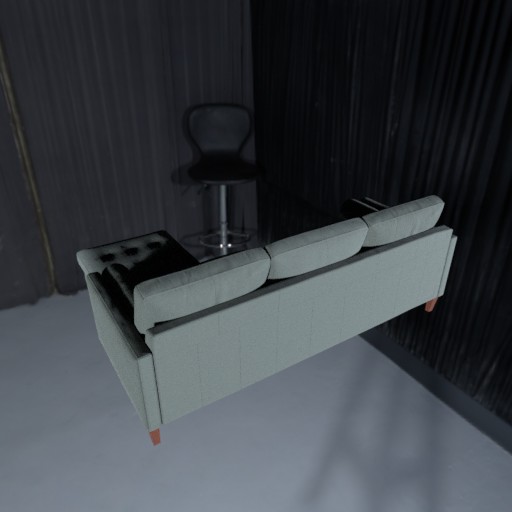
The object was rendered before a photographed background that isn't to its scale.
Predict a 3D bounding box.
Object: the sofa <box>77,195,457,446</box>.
[{"bbox_3d":[0.000,0.000,3.001,2.178,0.876,1.506,-17,33,-28],"label":"sofa"}]
